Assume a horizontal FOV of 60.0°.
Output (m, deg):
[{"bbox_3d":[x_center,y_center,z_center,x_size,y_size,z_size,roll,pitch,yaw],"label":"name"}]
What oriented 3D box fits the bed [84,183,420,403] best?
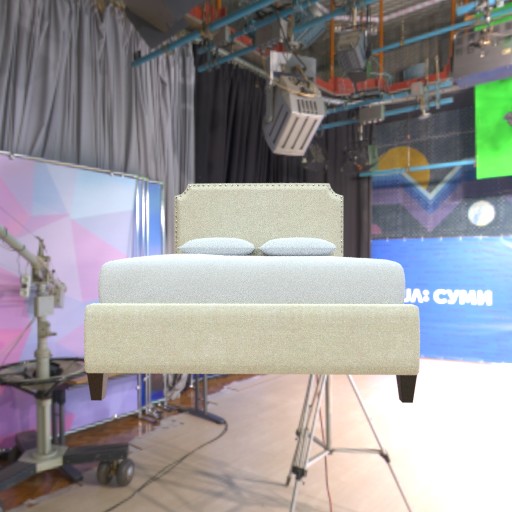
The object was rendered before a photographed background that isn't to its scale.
[{"bbox_3d":[0.000,0.000,3.384,1.713,1.457,2.381,0,0,1],"label":"bed"}]
